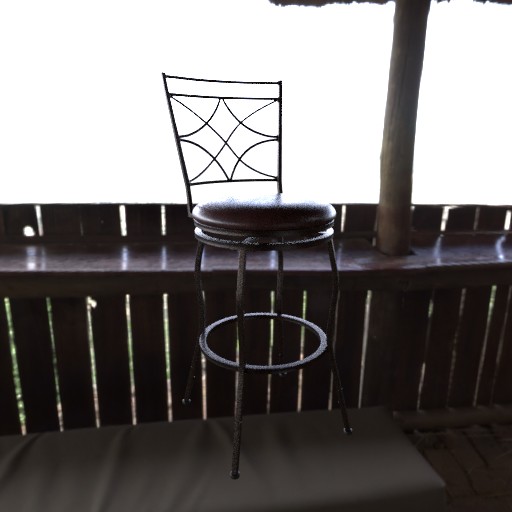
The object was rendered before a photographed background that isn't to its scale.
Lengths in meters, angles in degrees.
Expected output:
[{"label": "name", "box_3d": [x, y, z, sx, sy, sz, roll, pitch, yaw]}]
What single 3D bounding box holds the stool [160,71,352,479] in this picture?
[{"label": "stool", "box_3d": [0.000, 0.000, 1.415, 0.434, 1.117, 0.534, -8, 17, -27]}]
